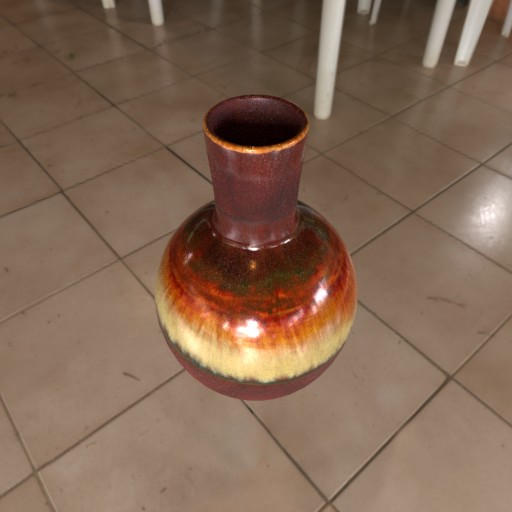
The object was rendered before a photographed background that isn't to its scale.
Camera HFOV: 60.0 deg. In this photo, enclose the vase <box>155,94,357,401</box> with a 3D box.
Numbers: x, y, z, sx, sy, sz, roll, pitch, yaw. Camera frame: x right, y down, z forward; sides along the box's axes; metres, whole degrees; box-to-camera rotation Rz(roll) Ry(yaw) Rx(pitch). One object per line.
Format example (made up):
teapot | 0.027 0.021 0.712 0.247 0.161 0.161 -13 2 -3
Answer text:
vase | 0.000 0.000 0.227 0.111 0.154 0.111 0 47 0
